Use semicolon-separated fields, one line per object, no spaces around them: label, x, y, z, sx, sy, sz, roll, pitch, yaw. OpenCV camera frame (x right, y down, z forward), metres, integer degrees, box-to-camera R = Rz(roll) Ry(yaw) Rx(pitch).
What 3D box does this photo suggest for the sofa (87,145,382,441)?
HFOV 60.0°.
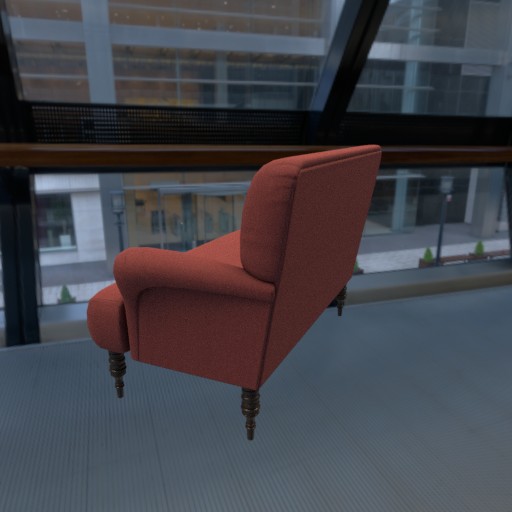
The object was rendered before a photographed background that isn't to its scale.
sofa;0.000;0.000;1.870;0.779;0.889;1.297;7;18;24
